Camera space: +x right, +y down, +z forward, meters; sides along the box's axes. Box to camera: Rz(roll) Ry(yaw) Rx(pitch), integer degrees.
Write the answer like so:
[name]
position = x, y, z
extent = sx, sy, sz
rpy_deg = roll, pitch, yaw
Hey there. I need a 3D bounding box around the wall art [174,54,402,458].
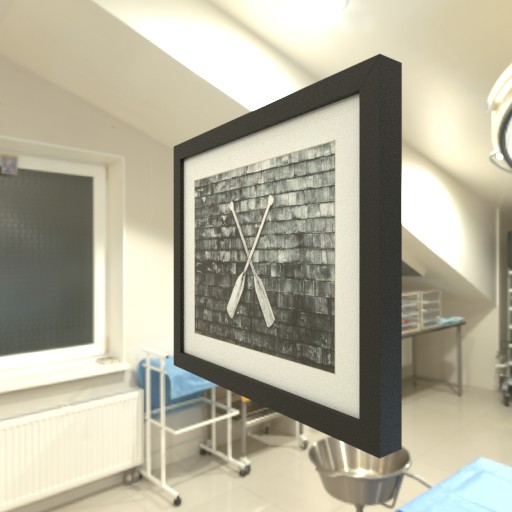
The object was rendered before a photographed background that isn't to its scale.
[wall art]
position = 0.000, 0.000, 0.523
extent = 0.029, 0.330, 0.381
rpy_deg = 0, 0, -36
